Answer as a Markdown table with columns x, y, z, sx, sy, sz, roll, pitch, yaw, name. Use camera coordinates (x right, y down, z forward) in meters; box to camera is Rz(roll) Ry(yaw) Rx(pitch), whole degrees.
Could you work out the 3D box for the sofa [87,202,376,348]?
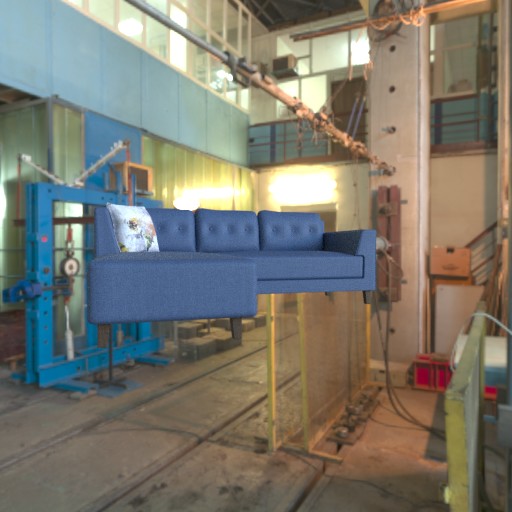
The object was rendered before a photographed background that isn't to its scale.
| x | y | z | sx | sy | sz | roll | pitch | yaw | name |
| --- | --- | --- | --- | --- | --- | --- | --- | --- | --- |
| 0.000 | 0.000 | 3.075 | 2.120 | 0.787 | 1.829 | 0 | 1 | -18 | sofa |
